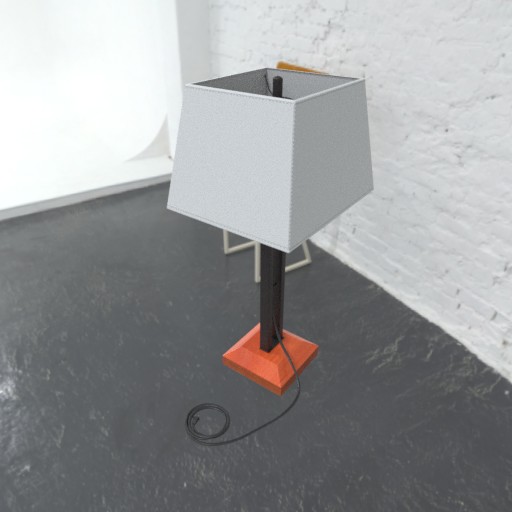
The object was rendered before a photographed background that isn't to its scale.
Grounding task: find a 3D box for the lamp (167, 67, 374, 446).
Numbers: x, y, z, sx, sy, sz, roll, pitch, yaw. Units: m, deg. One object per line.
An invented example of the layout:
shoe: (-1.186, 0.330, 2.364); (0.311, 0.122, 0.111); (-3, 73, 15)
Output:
lamp: (0.000, 0.000, 0.991); (0.310, 0.737, 0.498); (21, 37, 31)
